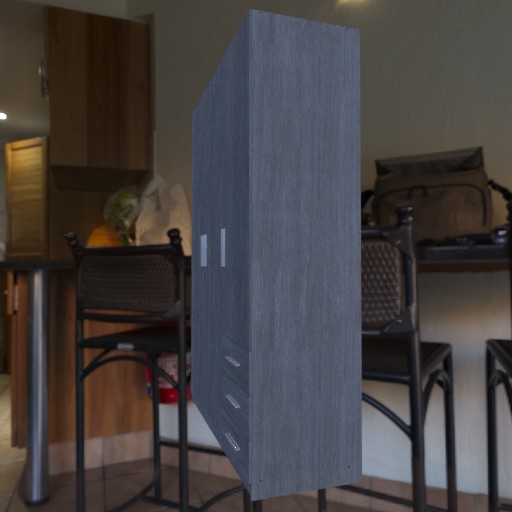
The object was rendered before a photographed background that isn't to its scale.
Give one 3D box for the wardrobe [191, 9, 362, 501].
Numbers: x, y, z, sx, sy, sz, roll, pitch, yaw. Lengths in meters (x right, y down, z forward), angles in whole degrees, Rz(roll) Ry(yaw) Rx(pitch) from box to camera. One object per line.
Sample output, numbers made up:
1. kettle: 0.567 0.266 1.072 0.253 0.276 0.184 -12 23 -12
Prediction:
1. wardrobe: 0.000 0.000 2.405 0.510 1.910 1.290 0 -1 -18
